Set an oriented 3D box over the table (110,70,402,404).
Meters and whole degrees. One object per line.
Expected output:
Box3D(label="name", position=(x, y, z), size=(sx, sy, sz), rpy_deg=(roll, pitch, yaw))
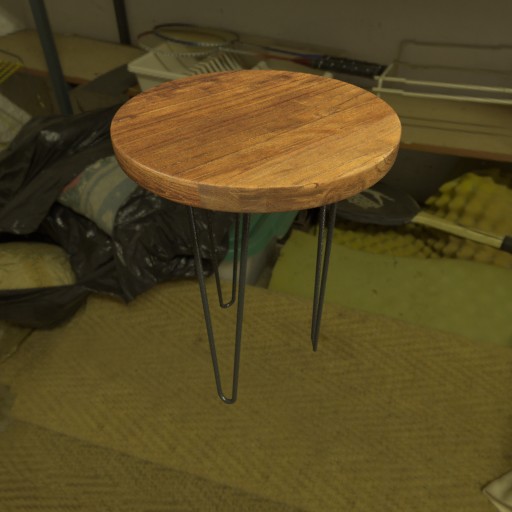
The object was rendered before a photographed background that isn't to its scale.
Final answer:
Box3D(label="table", position=(0.000, 0.000, 0.790), size=(0.400, 0.520, 0.400), rpy_deg=(0, 40, 0))
